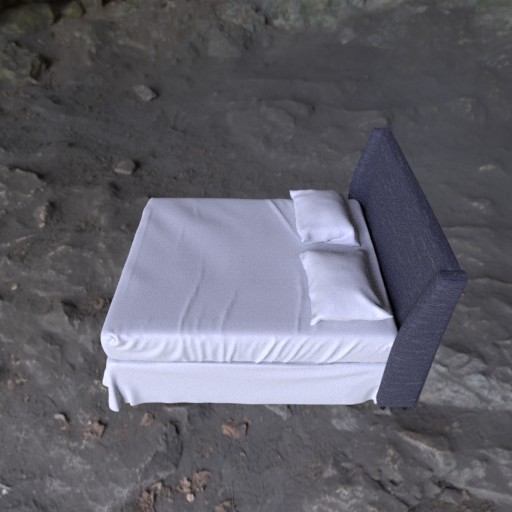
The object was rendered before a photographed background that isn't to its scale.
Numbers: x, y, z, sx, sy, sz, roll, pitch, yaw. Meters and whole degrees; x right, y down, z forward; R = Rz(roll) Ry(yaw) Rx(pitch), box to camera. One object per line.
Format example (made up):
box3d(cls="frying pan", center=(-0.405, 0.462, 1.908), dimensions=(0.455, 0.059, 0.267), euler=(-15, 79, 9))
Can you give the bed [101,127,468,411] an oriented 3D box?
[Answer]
box3d(cls="bed", center=(0.000, 0.000, 3.460), dimensions=(2.276, 1.332, 1.925), euler=(0, 40, 1))
